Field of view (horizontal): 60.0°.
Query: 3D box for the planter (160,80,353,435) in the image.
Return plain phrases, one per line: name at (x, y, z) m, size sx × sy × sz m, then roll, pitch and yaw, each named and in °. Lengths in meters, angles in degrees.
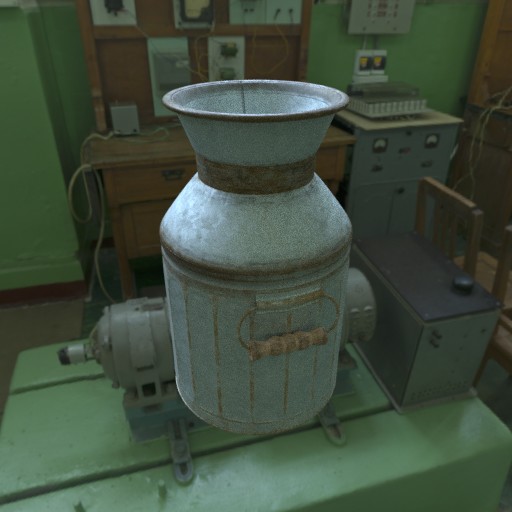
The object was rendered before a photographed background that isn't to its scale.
planter at (0.000, 0.000, 0.513) m, size 0.215 × 0.358 × 0.248 m, roll -9°, pitch 32°, yaw -15°
